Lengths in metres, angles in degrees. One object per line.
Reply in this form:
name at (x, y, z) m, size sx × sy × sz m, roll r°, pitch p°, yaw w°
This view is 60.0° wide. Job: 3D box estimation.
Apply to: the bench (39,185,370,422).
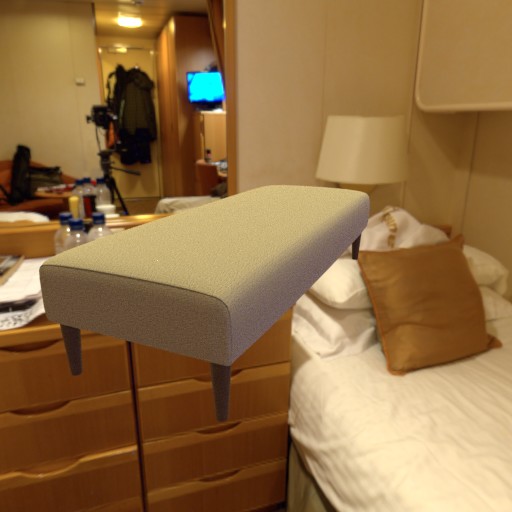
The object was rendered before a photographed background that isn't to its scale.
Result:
bench at (0.000, 0.000, 1.853) m, size 0.646 × 0.393 × 1.609 m, roll 8°, pitch 19°, yaw 24°
